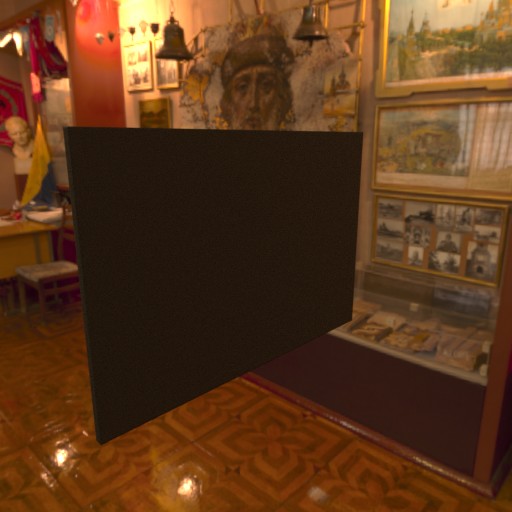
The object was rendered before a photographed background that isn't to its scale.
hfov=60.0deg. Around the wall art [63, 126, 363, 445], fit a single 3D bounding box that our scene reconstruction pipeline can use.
[{"bbox_3d":[0.000,0.000,1.200,0.958,0.656,0.026,-14,20,-43],"label":"wall art"}]
